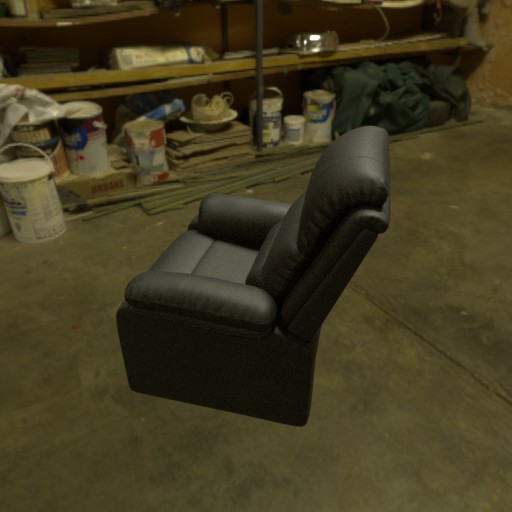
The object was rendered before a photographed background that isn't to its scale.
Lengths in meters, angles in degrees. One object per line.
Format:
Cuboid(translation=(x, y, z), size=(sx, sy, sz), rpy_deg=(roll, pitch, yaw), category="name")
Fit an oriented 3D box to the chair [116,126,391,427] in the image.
Cuboid(translation=(0.000, 0.000, 1.751), size=(0.919, 0.992, 0.855), rpy_deg=(7, 32, 12), category="chair")
